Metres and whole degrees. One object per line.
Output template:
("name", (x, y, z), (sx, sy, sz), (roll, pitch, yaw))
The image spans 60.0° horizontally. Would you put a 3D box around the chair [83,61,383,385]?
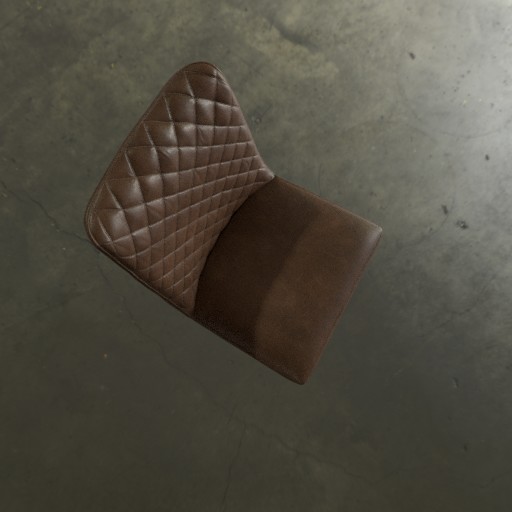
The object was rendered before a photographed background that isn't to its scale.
("chair", (0.000, 0.000, 1.268), (0.587, 0.889, 0.508), (29, 78, 7))
